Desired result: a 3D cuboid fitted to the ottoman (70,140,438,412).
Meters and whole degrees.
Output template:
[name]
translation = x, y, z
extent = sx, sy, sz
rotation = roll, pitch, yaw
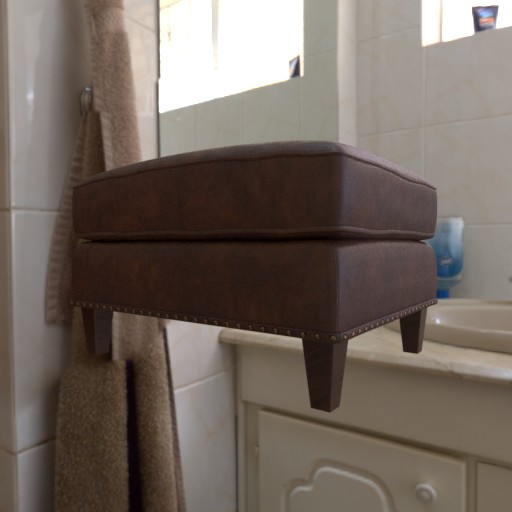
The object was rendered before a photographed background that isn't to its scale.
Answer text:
[ottoman]
translation = 0.000, 0.000, 1.113
extent = 0.742, 0.486, 0.586
rotation = 1, 2, 36
